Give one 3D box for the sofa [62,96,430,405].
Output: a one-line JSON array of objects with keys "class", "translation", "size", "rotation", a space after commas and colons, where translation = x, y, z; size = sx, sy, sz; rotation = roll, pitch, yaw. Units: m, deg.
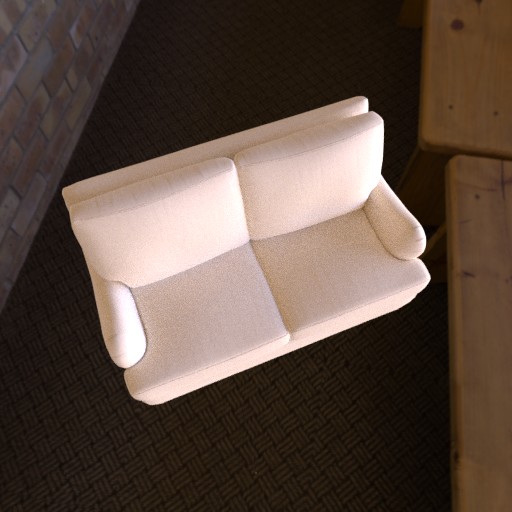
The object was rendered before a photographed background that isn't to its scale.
[{"class": "sofa", "translation": [0.000, 0.000, 2.633], "size": [1.853, 1.101, 1.084], "rotation": [-20, 66, -9]}]
